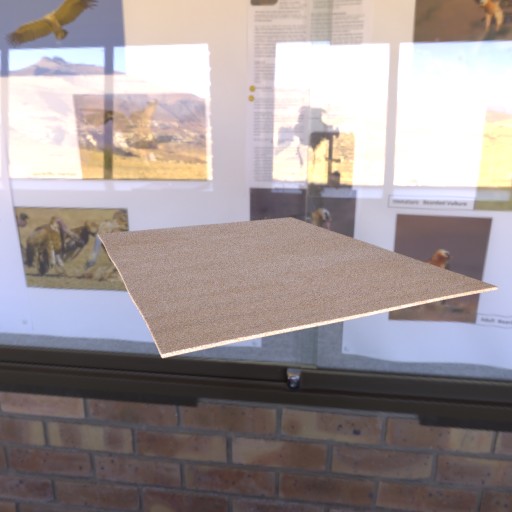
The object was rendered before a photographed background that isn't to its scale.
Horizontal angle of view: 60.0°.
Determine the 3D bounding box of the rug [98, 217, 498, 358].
[{"bbox_3d":[0.000,0.000,3.972,2.400,0.025,3.000,-7,17,-24],"label":"rug"}]
